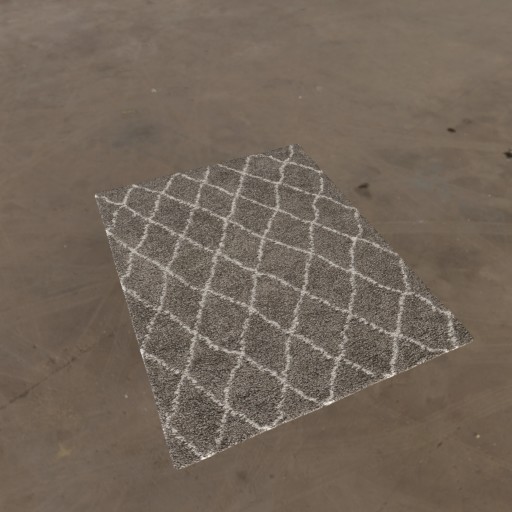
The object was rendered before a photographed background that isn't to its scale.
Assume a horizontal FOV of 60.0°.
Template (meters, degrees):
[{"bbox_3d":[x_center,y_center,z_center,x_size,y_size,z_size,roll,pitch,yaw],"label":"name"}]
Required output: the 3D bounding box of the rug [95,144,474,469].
[{"bbox_3d":[0.000,0.000,4.104,2.438,0.029,3.047,-17,49,-16],"label":"rug"}]
